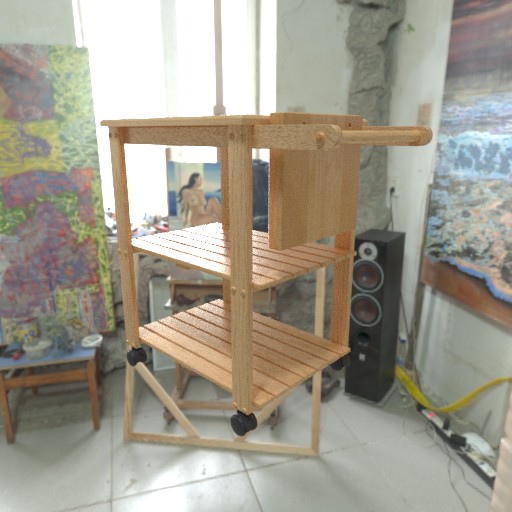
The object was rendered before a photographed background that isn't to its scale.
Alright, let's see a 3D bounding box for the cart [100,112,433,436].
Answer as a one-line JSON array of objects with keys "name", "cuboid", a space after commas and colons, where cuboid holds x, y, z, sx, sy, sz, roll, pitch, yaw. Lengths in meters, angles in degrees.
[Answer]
[{"name": "cart", "cuboid": [0.000, 0.000, 1.358, 0.843, 0.816, 0.520, 14, 21, 42]}]
